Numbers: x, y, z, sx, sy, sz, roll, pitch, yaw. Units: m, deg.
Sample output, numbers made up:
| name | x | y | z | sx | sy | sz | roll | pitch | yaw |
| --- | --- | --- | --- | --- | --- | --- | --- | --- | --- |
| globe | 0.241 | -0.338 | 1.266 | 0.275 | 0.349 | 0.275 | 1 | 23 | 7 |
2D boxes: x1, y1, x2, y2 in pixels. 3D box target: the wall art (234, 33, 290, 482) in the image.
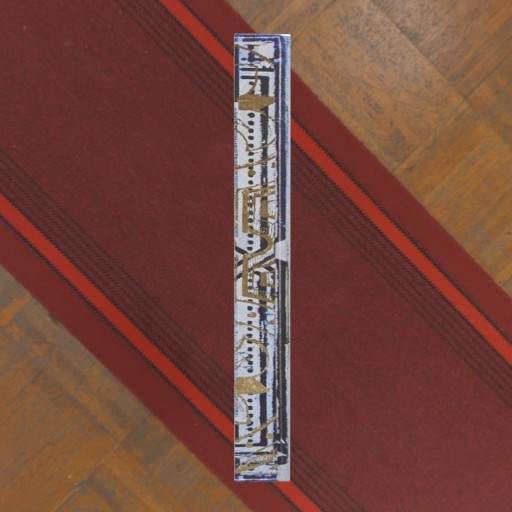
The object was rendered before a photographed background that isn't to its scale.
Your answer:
| name | x | y | z | sx | sy | sz | roll | pitch | yaw |
| --- | --- | --- | --- | --- | --- | --- | --- | --- | --- |
| wall art | 0.000 | 0.000 | 0.451 | 0.038 | 0.306 | 0.302 | 0 | 91 | -2 |
